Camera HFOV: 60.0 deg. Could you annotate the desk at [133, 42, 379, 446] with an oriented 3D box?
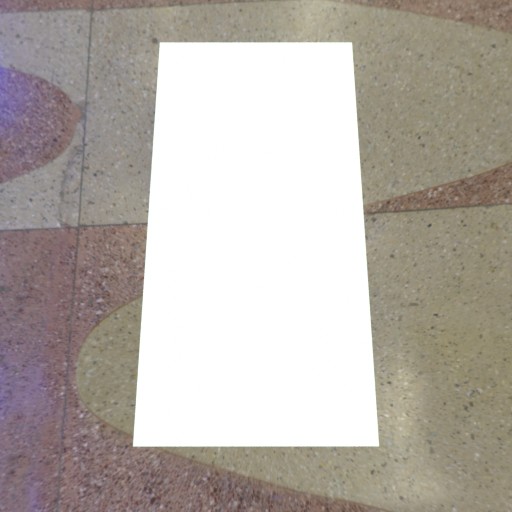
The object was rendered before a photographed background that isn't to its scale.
[{"bbox_3d":[0.000,0.000,1.502,0.560,0.730,1.096,0,75,0],"label":"desk"}]
